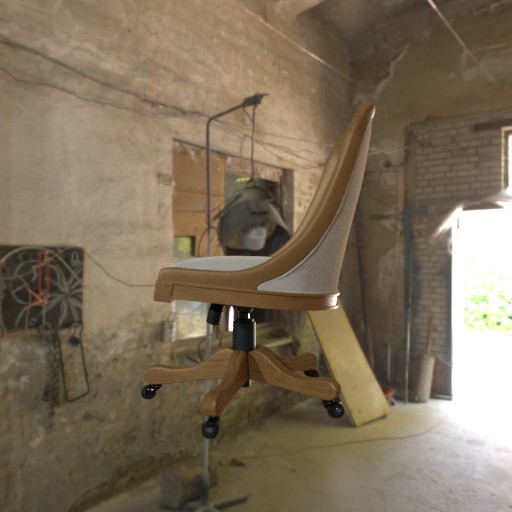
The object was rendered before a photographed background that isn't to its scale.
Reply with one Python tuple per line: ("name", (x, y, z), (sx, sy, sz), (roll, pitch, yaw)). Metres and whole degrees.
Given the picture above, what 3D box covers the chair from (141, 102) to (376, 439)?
("chair", (0.000, 0.000, 1.553), (0.811, 1.009, 0.702), (0, 1, 1))
